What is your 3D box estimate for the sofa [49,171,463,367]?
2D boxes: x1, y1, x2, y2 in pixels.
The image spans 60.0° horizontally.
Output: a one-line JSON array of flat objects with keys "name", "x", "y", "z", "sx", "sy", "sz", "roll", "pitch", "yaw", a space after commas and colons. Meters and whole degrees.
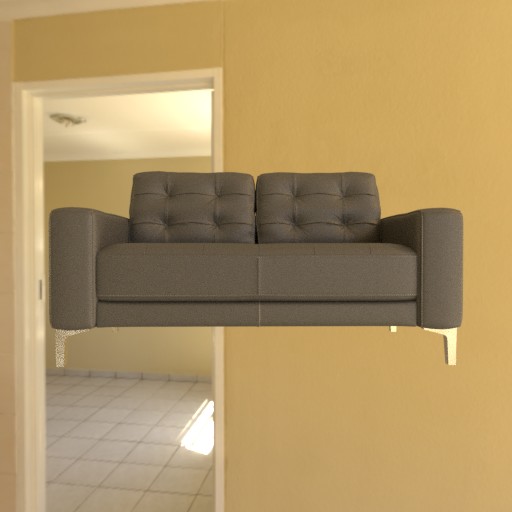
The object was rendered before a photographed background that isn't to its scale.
[{"name": "sofa", "x": 0.000, "y": 0.000, "z": 2.202, "sx": 1.726, "sy": 0.892, "sz": 0.833, "roll": 0, "pitch": 1, "yaw": -1}]
